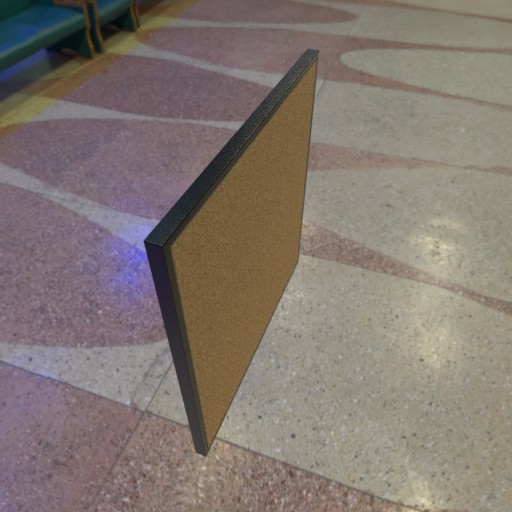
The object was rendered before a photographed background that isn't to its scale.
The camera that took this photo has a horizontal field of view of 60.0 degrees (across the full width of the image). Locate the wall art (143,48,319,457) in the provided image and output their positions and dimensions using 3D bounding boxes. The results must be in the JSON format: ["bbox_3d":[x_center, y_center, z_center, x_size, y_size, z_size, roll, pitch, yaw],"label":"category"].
[{"bbox_3d":[0.000,0.000,0.520,0.014,0.349,0.349,16,47,15],"label":"wall art"}]
